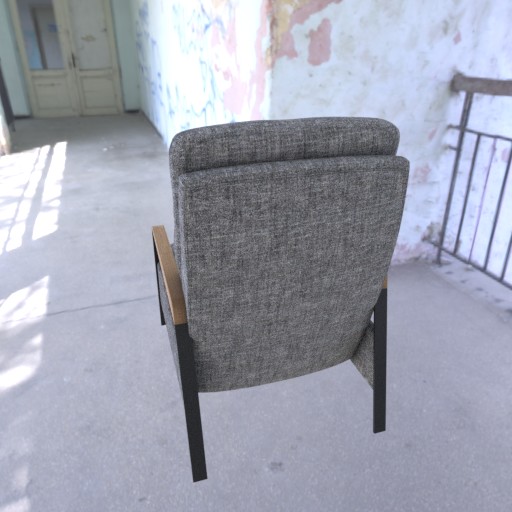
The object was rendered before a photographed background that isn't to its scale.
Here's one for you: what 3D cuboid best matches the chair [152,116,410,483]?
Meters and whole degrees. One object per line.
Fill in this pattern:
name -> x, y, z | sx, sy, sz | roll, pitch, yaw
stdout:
chair -> 0.000, 0.000, 1.584 | 0.671, 1.042, 0.868 | -8, 28, -15
